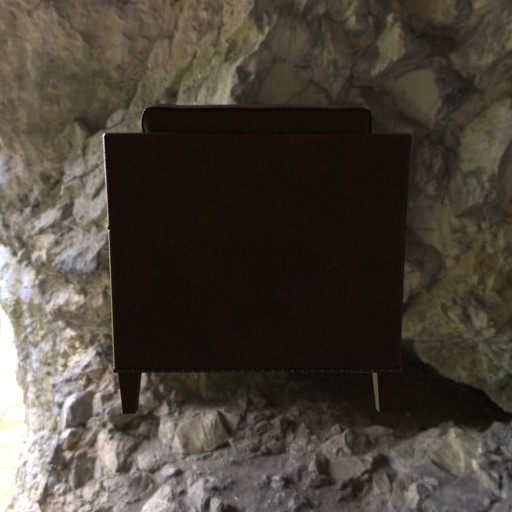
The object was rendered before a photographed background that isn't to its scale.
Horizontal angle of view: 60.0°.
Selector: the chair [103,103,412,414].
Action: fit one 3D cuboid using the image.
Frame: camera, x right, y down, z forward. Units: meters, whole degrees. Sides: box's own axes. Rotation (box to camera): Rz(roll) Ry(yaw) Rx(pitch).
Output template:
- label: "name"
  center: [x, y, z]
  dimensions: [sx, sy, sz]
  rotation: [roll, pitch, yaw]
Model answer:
- label: "chair"
  center: [0.000, 0.000, 1.703]
  dimensions: [0.853, 0.929, 1.014]
  rotation: [0, 0, -1]
